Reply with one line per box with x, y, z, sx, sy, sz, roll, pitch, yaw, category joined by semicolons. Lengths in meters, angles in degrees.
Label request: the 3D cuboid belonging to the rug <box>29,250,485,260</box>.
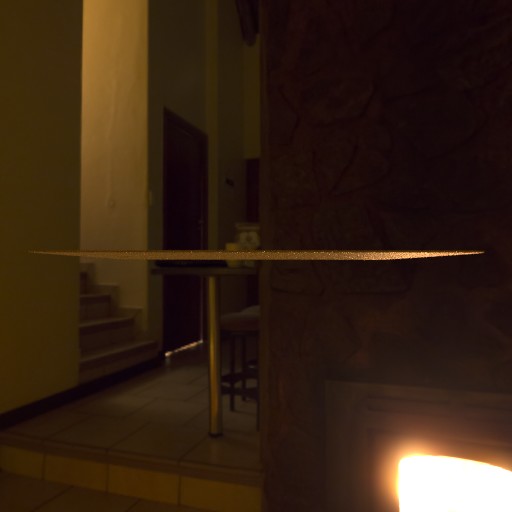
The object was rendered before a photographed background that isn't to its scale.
0.000;0.000;2.947;2.214;0.013;1.609;0;-2;-1;rug
